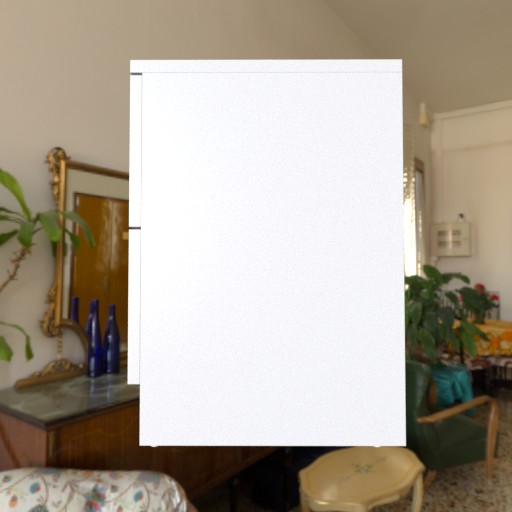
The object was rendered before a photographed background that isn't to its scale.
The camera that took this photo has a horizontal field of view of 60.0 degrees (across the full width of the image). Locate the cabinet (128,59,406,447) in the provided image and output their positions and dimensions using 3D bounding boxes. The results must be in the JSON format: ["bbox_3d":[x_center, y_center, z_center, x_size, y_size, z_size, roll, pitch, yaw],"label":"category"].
[{"bbox_3d":[0.000,0.000,0.737,0.360,0.470,0.400,0,-2,0],"label":"cabinet"}]
